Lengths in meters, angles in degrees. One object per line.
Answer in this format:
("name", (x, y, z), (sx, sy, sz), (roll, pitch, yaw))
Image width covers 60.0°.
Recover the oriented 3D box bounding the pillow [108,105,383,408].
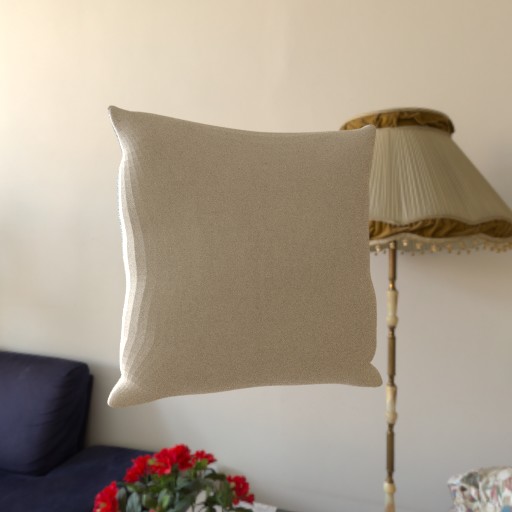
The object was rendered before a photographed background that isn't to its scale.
("pillow", (0.000, 0.000, 0.691), (0.440, 0.441, 0.182), (0, 1, -17))
